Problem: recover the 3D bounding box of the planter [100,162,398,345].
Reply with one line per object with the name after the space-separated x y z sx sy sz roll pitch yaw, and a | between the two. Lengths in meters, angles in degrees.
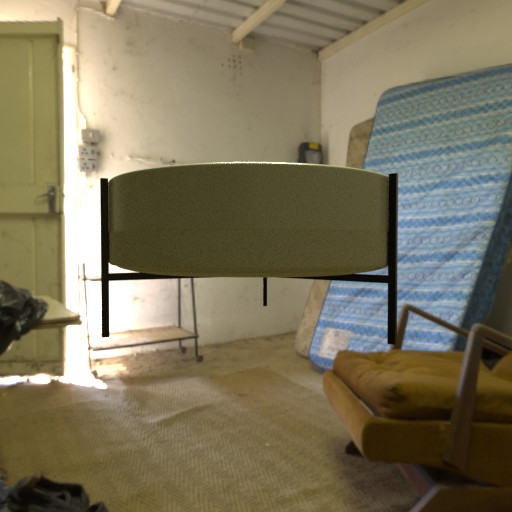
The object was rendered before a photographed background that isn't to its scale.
0.000 0.000 0.540 0.345 0.171 0.336 1 2 36 | planter
